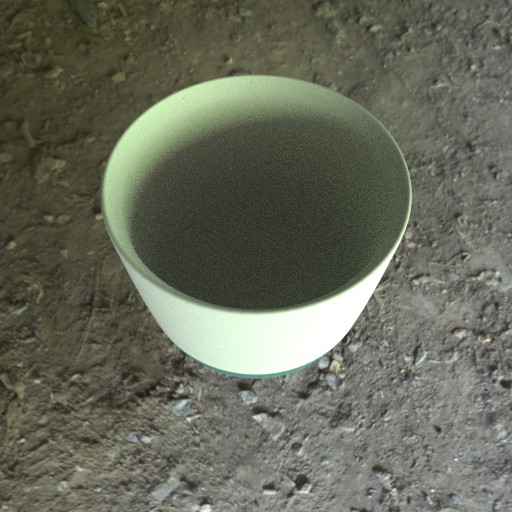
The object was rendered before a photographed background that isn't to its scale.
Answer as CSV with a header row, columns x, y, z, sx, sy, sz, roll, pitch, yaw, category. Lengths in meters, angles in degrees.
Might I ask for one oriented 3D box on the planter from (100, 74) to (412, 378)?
x,y,z,sx,sy,sz,roll,pitch,yaw,category
0.000,0.000,0.385,0.204,0.214,0.204,0,59,0,planter
